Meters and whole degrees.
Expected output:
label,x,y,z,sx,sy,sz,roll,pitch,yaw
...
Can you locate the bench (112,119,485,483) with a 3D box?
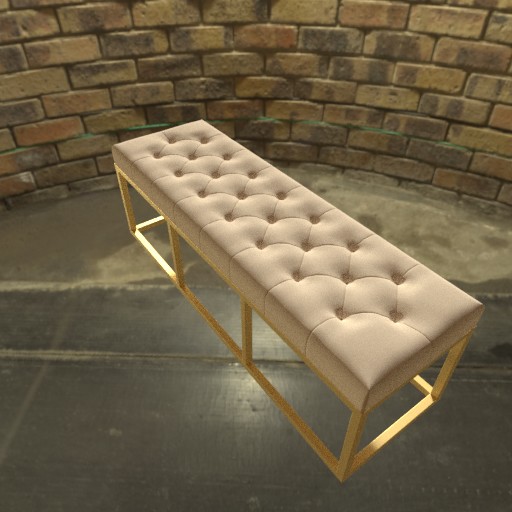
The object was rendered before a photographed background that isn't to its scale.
label,x,y,z,sx,sy,sz,roll,pitch,yaw
bench,0.000,0.000,1.675,0.457,0.484,1.473,-26,47,-27
